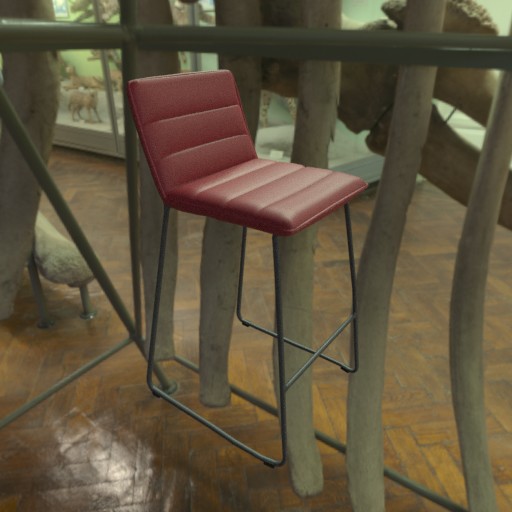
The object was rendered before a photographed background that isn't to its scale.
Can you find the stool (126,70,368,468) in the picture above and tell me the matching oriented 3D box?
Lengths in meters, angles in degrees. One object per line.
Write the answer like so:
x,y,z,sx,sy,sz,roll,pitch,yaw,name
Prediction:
0.000,0.000,1.254,0.524,0.937,0.489,19,33,32,stool
